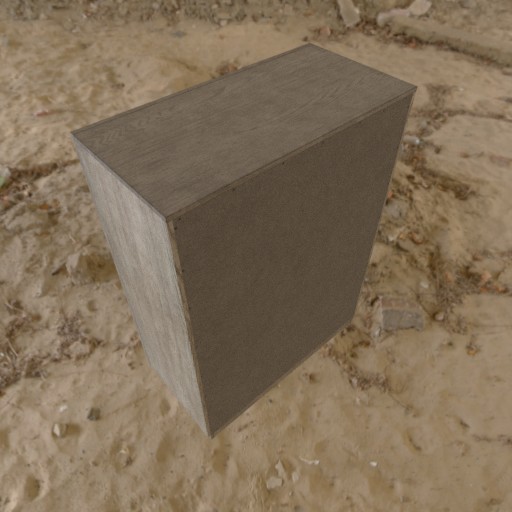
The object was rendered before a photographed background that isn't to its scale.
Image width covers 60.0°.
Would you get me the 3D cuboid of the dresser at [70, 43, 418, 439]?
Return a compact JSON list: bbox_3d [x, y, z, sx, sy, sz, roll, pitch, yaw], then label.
[{"bbox_3d":[0.000,0.000,1.803,0.967,1.295,0.483,-33,54,-27],"label":"dresser"}]
